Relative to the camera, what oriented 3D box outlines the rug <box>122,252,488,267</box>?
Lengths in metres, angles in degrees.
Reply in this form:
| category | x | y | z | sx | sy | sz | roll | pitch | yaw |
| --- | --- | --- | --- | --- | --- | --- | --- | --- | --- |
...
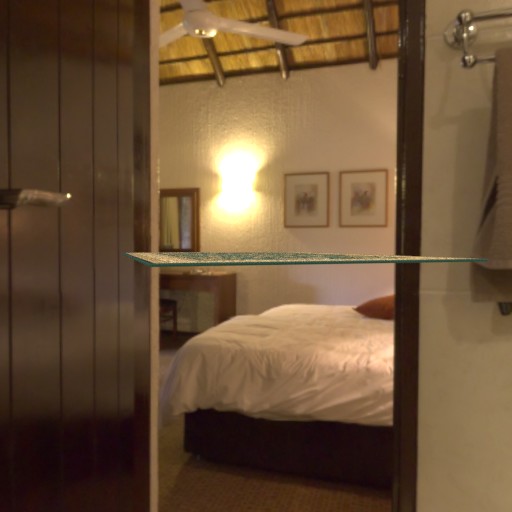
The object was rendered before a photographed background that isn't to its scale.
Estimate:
| category | x | y | z | sx | sy | sz | roll | pitch | yaw |
| --- | --- | --- | --- | --- | --- | --- | --- | --- | --- |
| rug | 0.000 | 0.000 | 2.916 | 1.594 | 0.013 | 2.213 | -1 | 2 | -19 |
